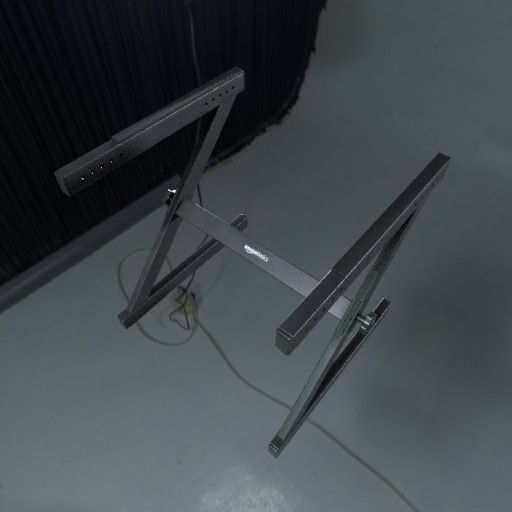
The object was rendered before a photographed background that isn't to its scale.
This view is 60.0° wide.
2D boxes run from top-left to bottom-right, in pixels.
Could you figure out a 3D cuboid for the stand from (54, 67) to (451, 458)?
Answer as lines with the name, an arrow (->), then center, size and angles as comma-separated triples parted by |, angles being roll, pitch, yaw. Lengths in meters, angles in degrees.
stand -> 0.000, 0.000, 1.178 | 0.700, 0.617, 0.586 | 32, 57, 24
